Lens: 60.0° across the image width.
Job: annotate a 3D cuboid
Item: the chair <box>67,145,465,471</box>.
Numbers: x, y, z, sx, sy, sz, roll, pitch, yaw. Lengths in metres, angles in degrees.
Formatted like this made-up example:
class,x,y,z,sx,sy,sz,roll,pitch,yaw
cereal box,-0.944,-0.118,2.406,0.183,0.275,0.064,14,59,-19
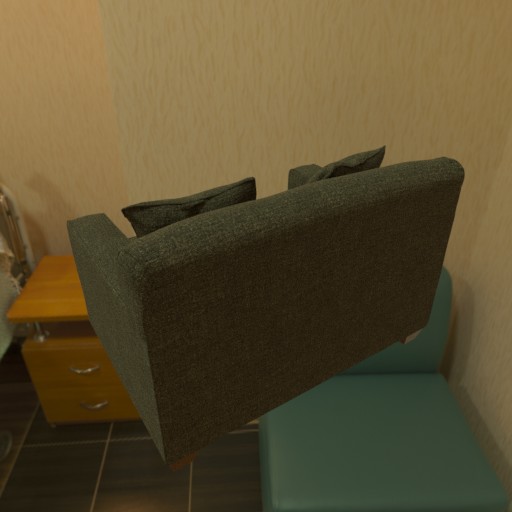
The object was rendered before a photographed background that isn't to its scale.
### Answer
class,x,y,z,sx,sy,sz,roll,pitch,yaw
chair,0.000,0.000,1.982,1.383,0.948,1.000,-18,35,-28
